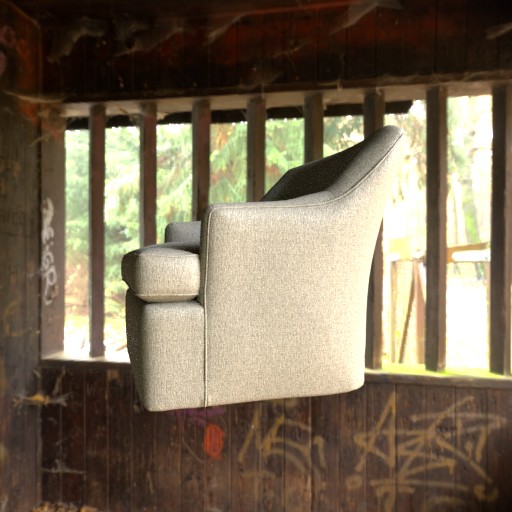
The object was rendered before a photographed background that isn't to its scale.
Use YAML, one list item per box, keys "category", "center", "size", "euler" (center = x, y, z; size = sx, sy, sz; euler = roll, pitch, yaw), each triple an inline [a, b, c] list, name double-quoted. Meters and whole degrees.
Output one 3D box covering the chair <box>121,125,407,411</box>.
- category: "chair"
  center: [0.000, 0.000, 1.620]
  size: [0.923, 0.856, 0.864]
  euler: [0, 0, -19]
